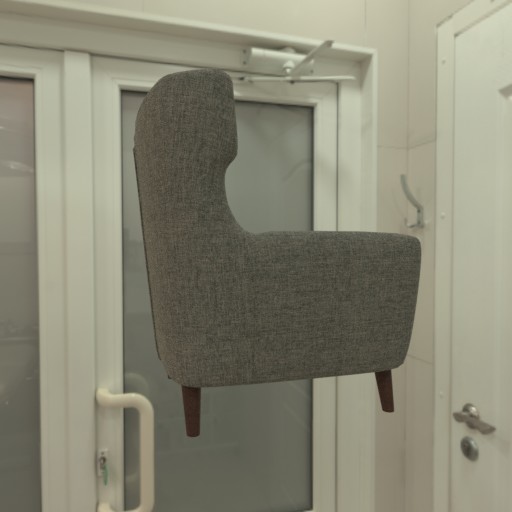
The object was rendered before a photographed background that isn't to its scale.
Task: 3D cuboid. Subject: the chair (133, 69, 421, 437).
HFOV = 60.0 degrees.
[{"bbox_3d":[0.000,0.000,1.699,0.904,1.063,0.878,0,2,-17],"label":"chair"}]
